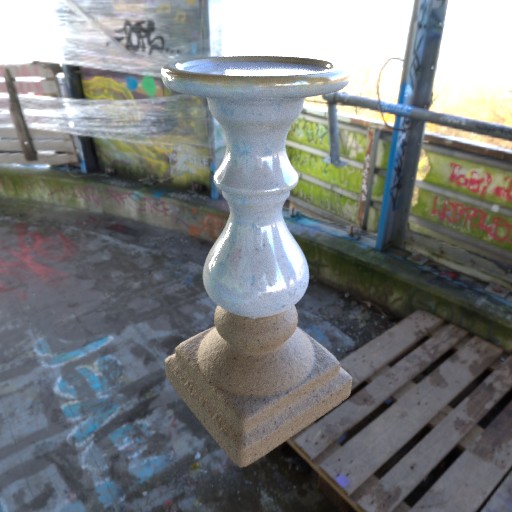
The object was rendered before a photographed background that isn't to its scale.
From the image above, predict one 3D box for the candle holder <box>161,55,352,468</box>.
[{"bbox_3d":[0.000,0.000,0.298,0.110,0.239,0.110,-21,36,-32],"label":"candle holder"}]
